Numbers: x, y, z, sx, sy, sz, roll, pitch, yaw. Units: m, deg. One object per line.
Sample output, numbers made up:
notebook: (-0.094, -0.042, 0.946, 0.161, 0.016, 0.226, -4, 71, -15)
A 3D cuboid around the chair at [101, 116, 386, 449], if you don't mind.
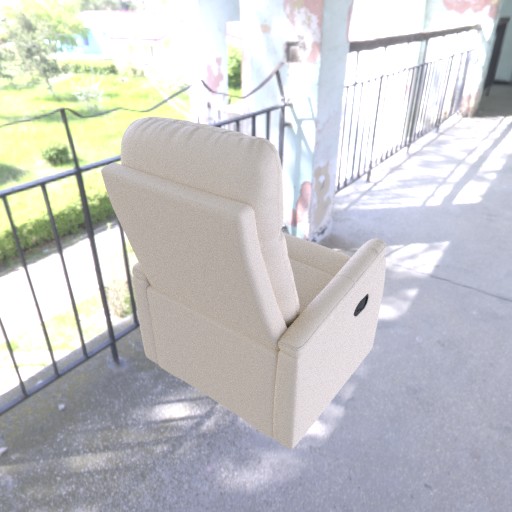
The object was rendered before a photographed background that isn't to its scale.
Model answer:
chair: (0.000, 0.000, 1.661, 0.775, 1.082, 0.831, 21, 37, 32)
